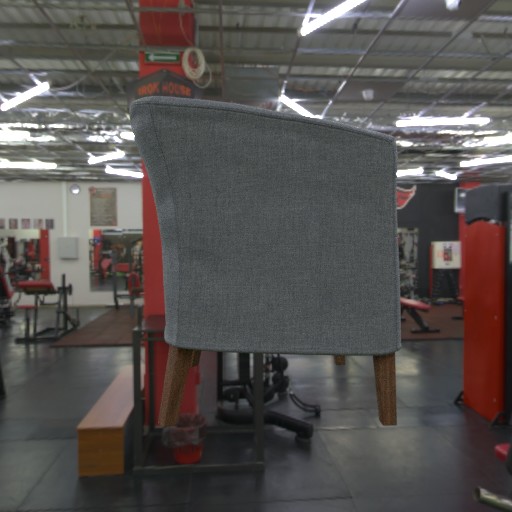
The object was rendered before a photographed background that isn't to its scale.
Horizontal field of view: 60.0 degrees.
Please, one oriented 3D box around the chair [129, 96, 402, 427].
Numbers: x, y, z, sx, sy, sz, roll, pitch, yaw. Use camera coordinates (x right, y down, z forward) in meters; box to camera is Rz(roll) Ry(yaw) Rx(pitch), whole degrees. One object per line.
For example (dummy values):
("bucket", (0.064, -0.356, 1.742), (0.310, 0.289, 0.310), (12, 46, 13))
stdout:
("chair", (0.000, 0.000, 1.279), (0.668, 0.771, 0.600), (0, 1, -2))
